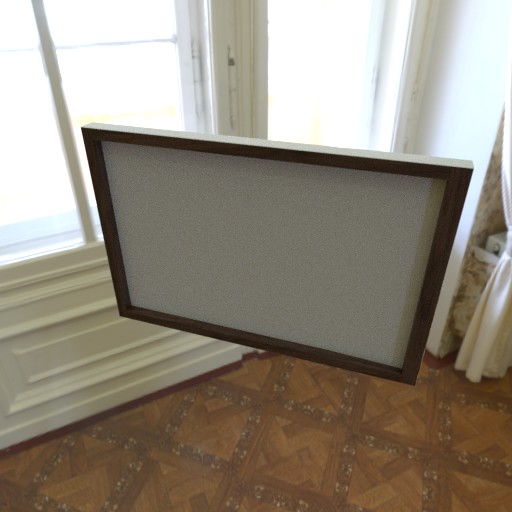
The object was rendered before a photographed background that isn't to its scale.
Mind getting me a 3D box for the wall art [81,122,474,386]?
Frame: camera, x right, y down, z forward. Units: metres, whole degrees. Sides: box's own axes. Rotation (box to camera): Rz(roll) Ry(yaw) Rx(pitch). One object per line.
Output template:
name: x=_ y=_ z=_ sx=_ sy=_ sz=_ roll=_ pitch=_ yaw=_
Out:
wall art: x=0.000 y=0.000 z=1.167 sx=0.914 sy=0.610 sz=0.050 roll=10 pitch=33 yaw=16
